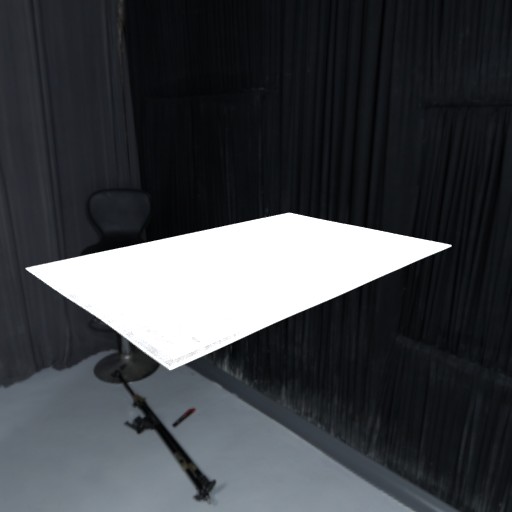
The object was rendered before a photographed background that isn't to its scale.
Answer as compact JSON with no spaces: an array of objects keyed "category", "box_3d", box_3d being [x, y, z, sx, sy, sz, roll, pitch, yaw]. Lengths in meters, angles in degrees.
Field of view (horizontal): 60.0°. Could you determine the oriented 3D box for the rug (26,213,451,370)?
[{"category":"rug","box_3d":[0.000,0.000,3.393,2.746,0.018,1.819,-16,23,-41]}]
